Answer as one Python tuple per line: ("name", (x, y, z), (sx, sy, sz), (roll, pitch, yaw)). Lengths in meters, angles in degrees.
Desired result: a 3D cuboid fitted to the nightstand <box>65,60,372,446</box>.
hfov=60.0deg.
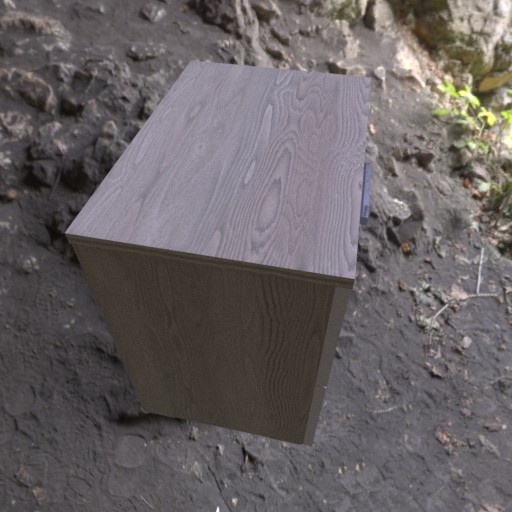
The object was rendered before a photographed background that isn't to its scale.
("nightstand", (0.000, 0.000, 0.768), (0.325, 0.461, 0.442), (9, 48, 8))
